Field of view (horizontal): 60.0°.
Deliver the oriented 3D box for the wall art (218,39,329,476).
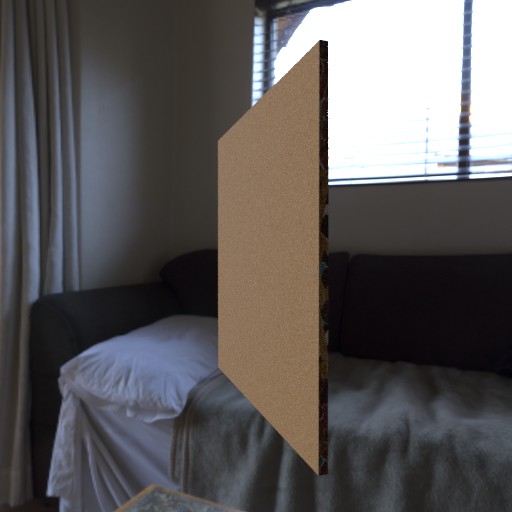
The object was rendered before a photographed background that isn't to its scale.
[{"bbox_3d":[0.000,0.000,0.605,0.010,0.406,0.404,0,1,-18],"label":"wall art"}]
